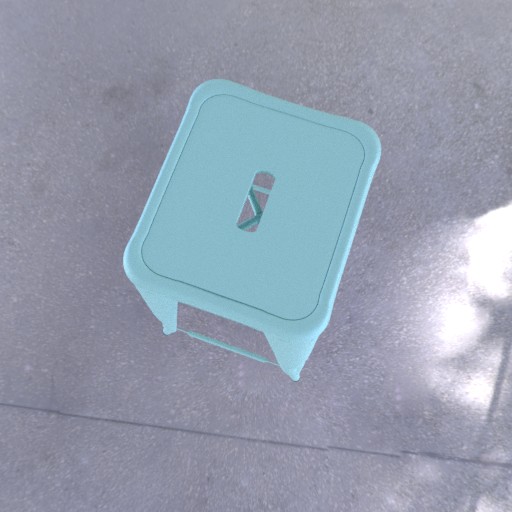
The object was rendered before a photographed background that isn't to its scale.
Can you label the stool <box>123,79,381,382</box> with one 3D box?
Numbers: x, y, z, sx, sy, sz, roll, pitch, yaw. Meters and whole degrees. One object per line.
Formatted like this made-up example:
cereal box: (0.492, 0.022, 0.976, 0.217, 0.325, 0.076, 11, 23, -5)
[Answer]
stool: (0.000, 0.000, 0.833, 0.359, 0.609, 0.399, 19, 78, 4)
